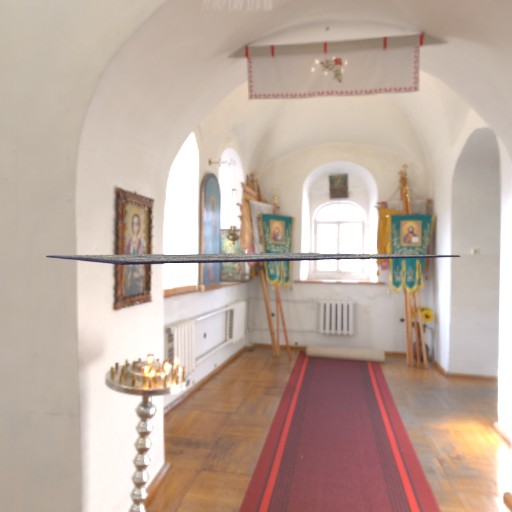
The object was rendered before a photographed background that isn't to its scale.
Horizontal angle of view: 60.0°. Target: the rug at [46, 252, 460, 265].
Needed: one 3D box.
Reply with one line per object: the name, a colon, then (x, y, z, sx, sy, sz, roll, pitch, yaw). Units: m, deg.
rug: (0.000, 0.000, 2.277, 1.781, 0.012, 1.184, -1, 1, -35)
